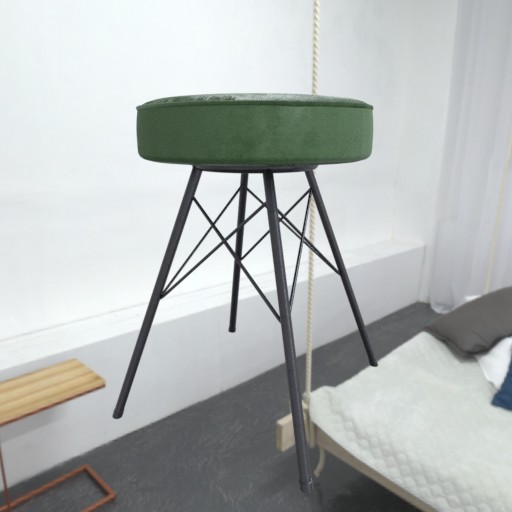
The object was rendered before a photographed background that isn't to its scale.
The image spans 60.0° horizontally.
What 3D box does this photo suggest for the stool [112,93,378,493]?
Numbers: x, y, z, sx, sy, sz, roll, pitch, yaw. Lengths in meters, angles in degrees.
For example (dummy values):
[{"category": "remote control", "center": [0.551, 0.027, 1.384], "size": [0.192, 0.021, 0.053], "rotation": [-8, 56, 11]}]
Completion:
[{"category": "stool", "center": [0.000, 0.000, 0.892], "size": [0.430, 0.595, 0.457], "rotation": [8, 17, 27]}]
